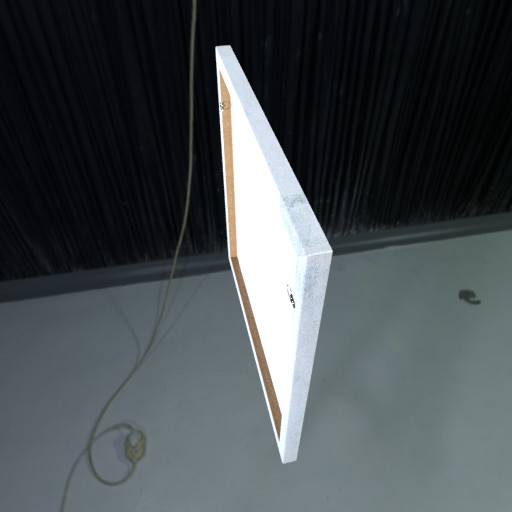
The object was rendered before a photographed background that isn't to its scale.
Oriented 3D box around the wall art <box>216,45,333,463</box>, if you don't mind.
[{"bbox_3d":[0.000,0.000,1.131,0.041,0.762,0.762,-9,46,-9],"label":"wall art"}]
